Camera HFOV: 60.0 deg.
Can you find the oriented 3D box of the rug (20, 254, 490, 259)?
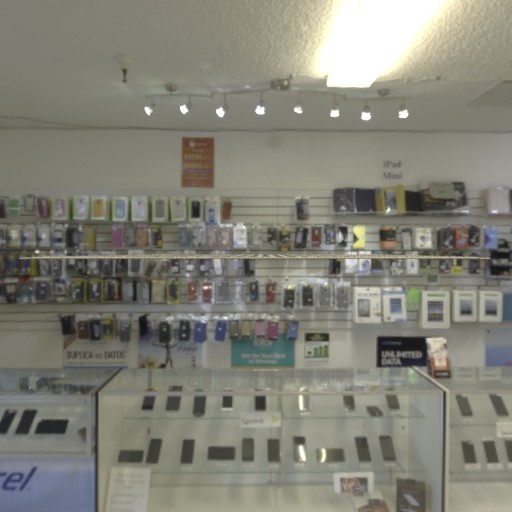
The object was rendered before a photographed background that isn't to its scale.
[{"bbox_3d":[0.000,0.000,3.853,2.910,0.013,2.256,0,1,1],"label":"rug"}]
